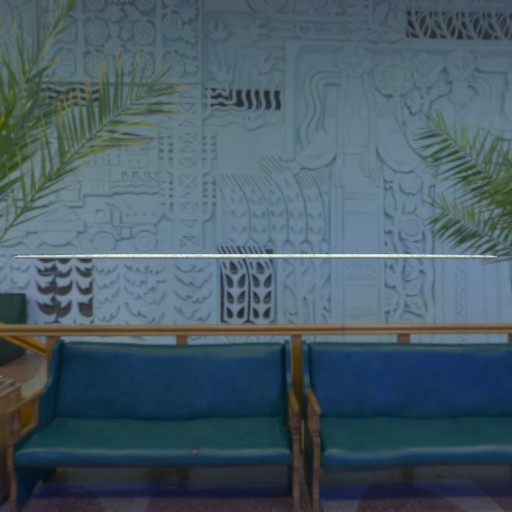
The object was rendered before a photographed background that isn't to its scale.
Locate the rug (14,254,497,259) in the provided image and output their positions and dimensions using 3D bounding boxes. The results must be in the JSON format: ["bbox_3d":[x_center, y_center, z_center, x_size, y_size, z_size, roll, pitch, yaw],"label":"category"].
[{"bbox_3d":[0.000,0.000,3.419,2.746,0.018,1.819,0,0,0],"label":"rug"}]
